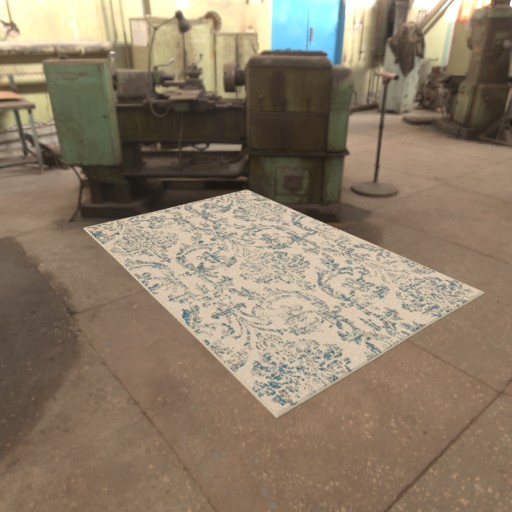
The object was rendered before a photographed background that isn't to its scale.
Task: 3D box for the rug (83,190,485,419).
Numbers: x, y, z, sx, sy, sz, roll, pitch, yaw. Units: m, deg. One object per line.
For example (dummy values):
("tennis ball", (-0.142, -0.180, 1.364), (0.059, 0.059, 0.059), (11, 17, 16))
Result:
("rug", (0.000, 0.000, 2.326), (1.213, 0.012, 1.831), (-19, 32, -32))
